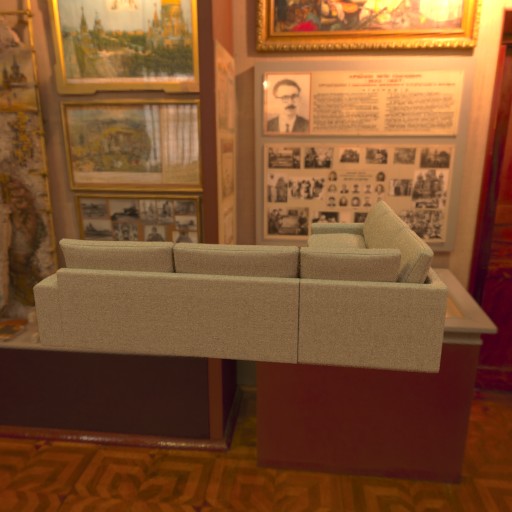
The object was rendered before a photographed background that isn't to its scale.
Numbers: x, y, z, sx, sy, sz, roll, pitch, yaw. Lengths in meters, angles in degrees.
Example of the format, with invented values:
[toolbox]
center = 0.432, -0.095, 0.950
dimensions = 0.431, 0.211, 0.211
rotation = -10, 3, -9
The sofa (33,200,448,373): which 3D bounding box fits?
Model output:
[sofa]
center = 0.000, 0.000, 4.144
dimensions = 2.742, 0.800, 2.622
rotation = 2, 15, 8
